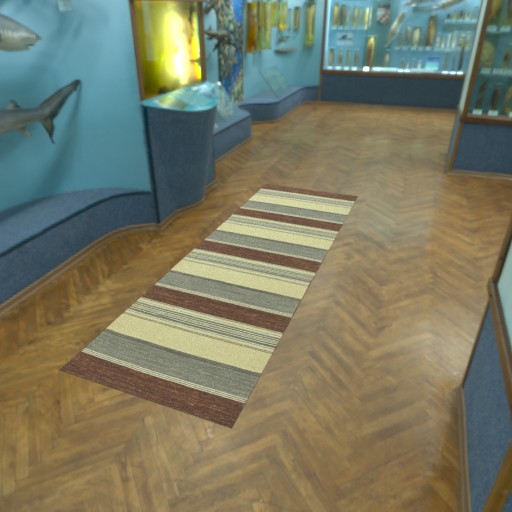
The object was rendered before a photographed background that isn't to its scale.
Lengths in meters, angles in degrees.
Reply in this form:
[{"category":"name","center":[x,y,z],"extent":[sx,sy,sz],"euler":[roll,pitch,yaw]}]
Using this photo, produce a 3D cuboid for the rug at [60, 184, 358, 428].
[{"category":"rug","center":[0.000,0.000,2.709],"extent":[0.792,0.006,2.437],"euler":[11,31,19]}]
